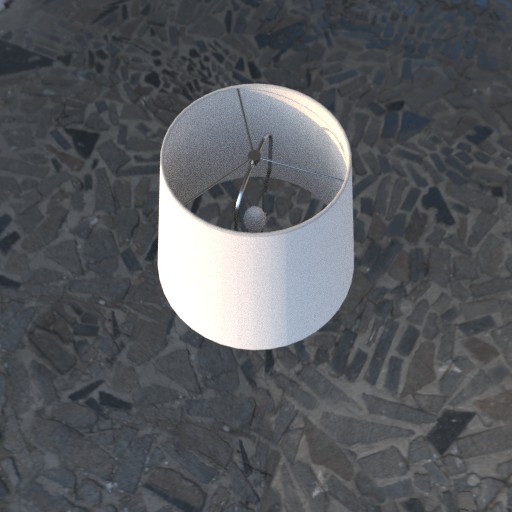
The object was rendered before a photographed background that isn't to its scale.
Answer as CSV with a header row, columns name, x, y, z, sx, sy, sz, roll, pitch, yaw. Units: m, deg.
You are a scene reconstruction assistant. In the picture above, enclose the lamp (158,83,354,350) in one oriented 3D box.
name,x,y,z,sx,sy,sz,roll,pitch,yaw
lamp,0.000,0.000,0.814,0.355,0.582,0.355,0,63,0
